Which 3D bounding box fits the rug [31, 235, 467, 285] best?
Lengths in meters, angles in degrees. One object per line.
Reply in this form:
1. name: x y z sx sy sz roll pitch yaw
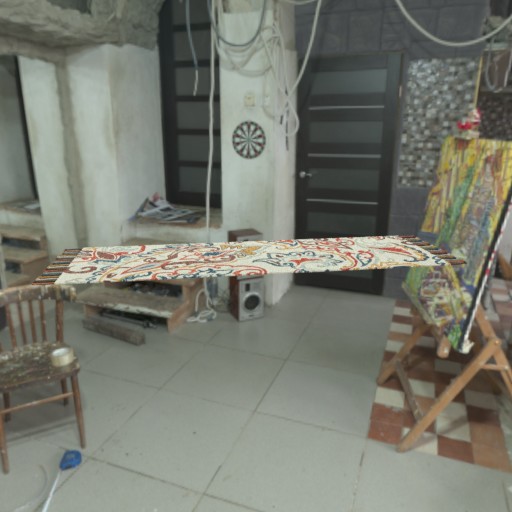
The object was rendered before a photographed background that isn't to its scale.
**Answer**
1. rug: 0.000 0.000 3.051 2.682 0.015 0.763 -2 17 -8
